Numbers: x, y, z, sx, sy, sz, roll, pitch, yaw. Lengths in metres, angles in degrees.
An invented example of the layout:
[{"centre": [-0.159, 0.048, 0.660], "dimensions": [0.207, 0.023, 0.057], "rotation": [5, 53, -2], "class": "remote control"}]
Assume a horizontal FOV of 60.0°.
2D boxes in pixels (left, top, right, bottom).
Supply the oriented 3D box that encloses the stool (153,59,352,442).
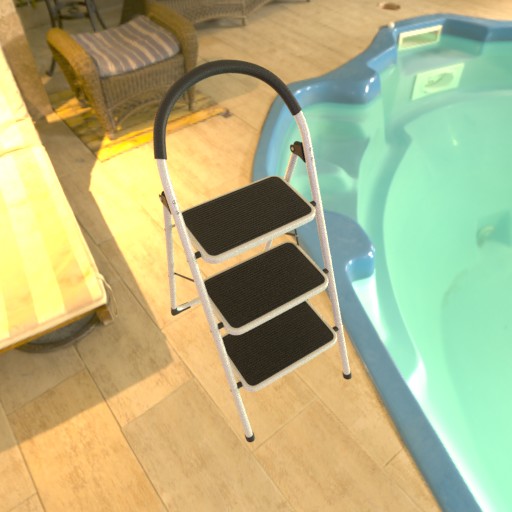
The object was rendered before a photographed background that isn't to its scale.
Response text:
[{"centre": [0.000, 0.000, 1.456], "dimensions": [0.485, 1.109, 0.676], "rotation": [-25, 53, -21], "class": "stool"}]
